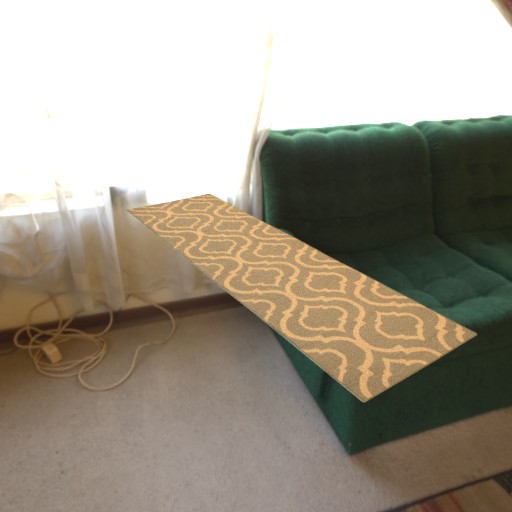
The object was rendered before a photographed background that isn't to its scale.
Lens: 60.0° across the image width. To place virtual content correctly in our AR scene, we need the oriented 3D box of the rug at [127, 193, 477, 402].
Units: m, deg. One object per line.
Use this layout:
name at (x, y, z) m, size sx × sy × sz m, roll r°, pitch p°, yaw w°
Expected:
rug at (0.000, 0.000, 2.514) m, size 0.684 × 0.009 × 2.275 m, roll -17°, pitch 31°, yaw -31°
